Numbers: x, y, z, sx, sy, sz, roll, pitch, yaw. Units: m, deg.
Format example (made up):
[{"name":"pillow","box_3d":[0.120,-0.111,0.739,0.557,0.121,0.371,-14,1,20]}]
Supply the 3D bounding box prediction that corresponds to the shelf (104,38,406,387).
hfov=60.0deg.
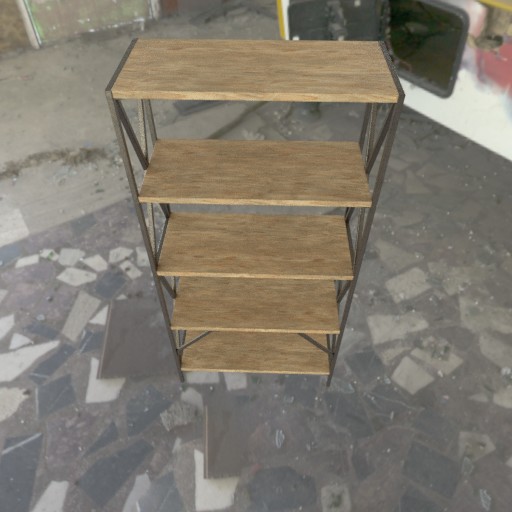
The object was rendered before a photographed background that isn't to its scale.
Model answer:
[{"name":"shelf","box_3d":[0.000,0.000,2.076,0.874,1.803,0.386,1,47,1]}]
